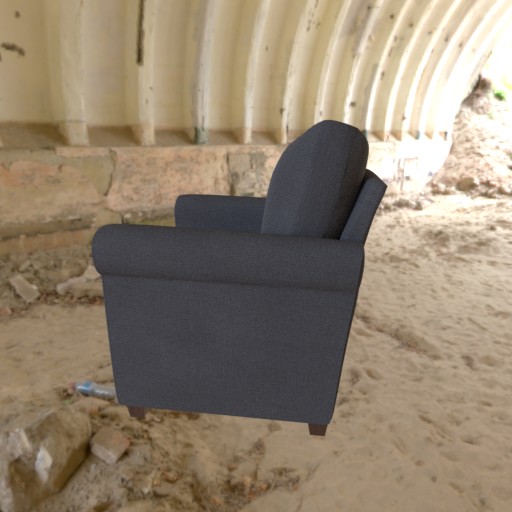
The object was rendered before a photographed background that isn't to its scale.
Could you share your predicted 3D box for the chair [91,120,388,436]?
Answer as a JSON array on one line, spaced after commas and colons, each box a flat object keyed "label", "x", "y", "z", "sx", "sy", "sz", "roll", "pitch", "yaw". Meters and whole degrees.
[{"label": "chair", "x": 0.000, "y": 0.000, "z": 1.637, "sx": 0.828, "sy": 0.942, "sz": 0.867, "roll": 2, "pitch": 15, "yaw": 9}]
